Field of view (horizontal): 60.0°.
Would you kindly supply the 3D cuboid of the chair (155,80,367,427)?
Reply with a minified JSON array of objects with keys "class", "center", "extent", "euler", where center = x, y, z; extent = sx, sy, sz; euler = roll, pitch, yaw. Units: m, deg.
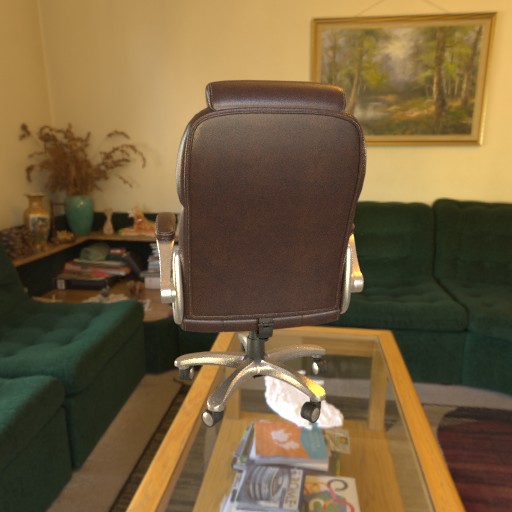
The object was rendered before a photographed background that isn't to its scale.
[{"class":"chair","center":[0.000,0.000,1.677],"extent":[0.733,1.160,0.774],"euler":[-2,14,-10]}]
